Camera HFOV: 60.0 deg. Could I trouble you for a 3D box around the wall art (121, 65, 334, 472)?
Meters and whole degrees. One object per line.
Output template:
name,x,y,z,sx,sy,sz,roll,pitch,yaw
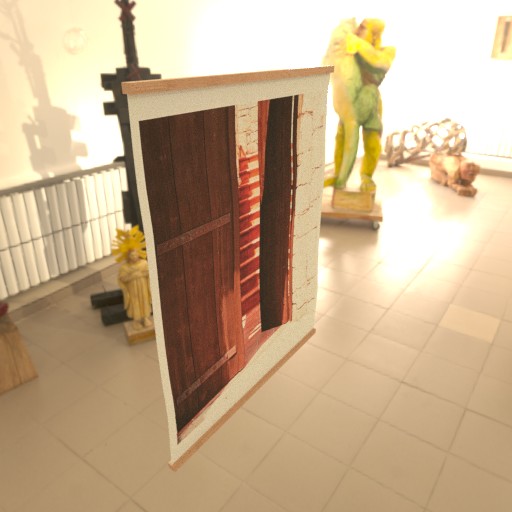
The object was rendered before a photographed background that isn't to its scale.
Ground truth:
wall art,0.000,0.000,0.661,0.013,0.508,0.406,17,31,32
